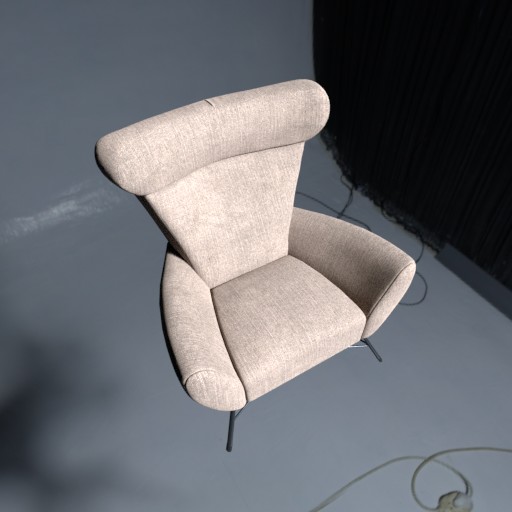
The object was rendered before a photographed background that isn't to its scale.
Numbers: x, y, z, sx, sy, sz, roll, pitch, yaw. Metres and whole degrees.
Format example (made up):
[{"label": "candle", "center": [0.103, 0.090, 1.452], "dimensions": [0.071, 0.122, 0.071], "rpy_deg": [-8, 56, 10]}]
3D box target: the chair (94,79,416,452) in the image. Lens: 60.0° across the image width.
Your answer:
[{"label": "chair", "center": [0.000, 0.000, 1.787], "dimensions": [0.980, 1.040, 0.900], "rpy_deg": [-23, 51, -20]}]
